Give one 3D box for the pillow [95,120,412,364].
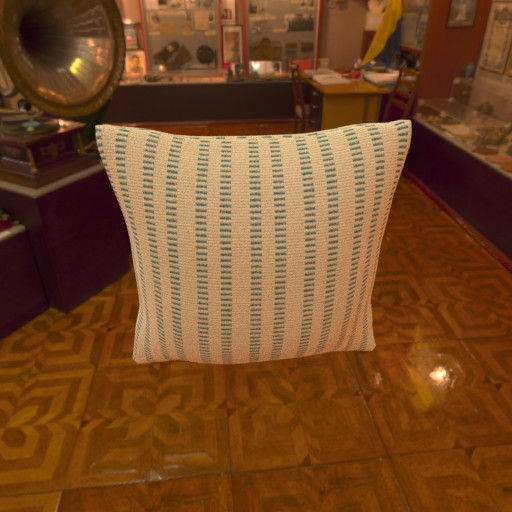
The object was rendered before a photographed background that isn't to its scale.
[{"bbox_3d":[0.000,0.000,0.703,0.438,0.419,0.247,-2,31,-4],"label":"pillow"}]
